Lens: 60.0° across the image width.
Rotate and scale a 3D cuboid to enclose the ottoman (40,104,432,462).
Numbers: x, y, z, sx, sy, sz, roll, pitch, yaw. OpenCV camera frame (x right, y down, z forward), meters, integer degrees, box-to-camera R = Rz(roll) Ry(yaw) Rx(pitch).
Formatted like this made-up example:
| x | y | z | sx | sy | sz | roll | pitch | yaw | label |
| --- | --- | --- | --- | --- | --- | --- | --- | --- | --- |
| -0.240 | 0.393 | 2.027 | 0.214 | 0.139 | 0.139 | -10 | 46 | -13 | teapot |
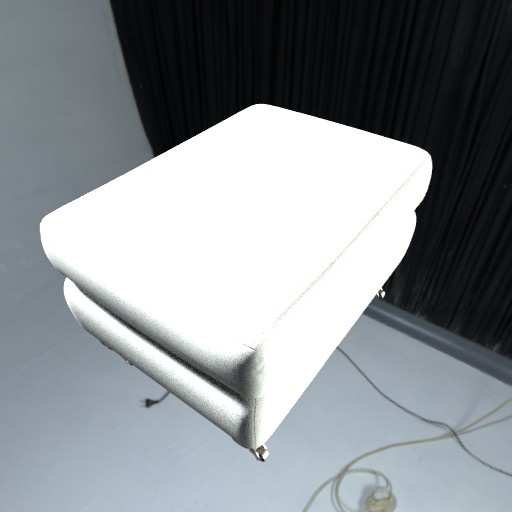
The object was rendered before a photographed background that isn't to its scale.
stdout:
| x | y | z | sx | sy | sz | roll | pitch | yaw | label |
| --- | --- | --- | --- | --- | --- | --- | --- | --- | --- |
| 0.000 | 0.000 | 1.116 | 0.569 | 0.499 | 0.773 | 26 | 47 | 27 | ottoman |
